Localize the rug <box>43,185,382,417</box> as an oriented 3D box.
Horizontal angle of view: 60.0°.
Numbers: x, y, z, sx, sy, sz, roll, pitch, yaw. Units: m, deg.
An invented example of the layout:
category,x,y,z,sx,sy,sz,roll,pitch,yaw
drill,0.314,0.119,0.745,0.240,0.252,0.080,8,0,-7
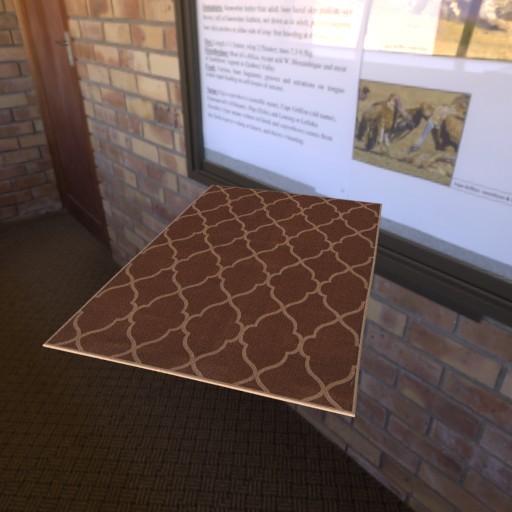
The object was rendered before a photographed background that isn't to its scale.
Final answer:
category,x,y,z,sx,sy,sz,roll,pitch,yaw
rug,0.000,0.000,2.941,1.526,0.014,2.290,8,31,14
